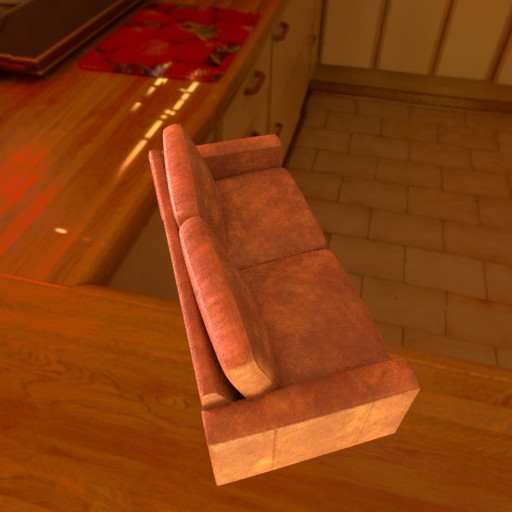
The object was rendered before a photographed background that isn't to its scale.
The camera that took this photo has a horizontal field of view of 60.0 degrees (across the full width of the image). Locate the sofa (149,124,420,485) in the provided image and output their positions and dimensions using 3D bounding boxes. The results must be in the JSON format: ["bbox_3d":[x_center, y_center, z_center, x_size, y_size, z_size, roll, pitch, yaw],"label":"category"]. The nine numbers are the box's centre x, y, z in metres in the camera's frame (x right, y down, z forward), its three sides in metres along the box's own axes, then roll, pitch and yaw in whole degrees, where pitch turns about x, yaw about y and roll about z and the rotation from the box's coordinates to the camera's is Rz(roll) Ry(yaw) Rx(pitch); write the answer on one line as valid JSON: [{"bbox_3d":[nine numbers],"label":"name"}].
[{"bbox_3d":[0.000,0.000,2.695,1.016,0.873,2.179,-12,48,-11],"label":"sofa"}]
